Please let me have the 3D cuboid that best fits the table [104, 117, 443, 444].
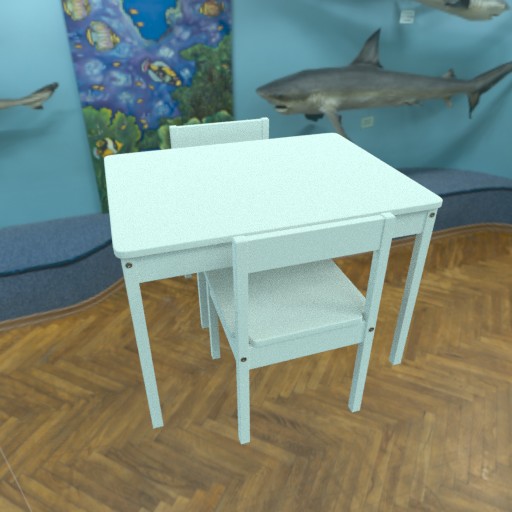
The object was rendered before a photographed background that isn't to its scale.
[{"bbox_3d":[0.000,0.000,1.122,0.650,0.503,0.672,-10,33,-15],"label":"table"}]
